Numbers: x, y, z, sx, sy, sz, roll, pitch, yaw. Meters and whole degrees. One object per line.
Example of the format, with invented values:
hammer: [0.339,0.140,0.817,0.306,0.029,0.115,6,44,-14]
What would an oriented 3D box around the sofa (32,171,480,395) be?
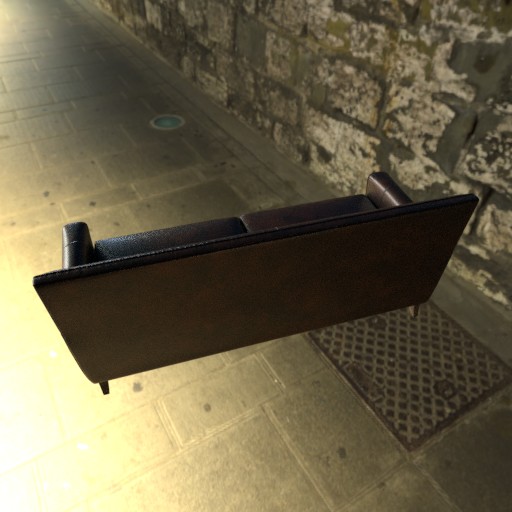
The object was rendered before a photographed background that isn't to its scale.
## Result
sofa: [0.000,0.000,2.442,1.995,0.871,0.786,-11,42,-13]
